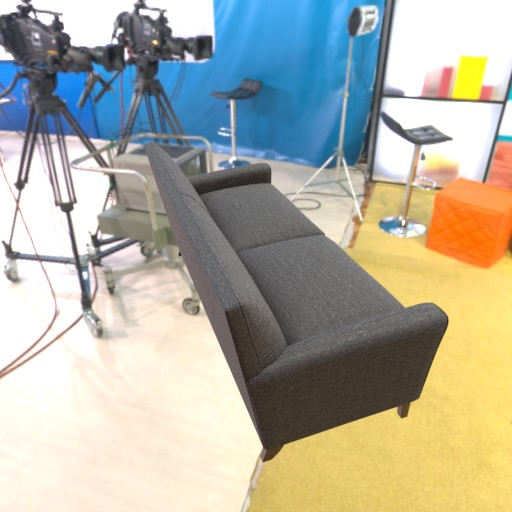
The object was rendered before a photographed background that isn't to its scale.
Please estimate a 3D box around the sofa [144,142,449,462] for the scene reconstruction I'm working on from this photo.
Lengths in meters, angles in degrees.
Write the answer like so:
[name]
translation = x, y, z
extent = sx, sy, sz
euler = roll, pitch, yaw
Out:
[sofa]
translation = 0.000, 0.000, 2.438
extent = 0.875, 0.846, 1.976
euler = -10, 31, -17
